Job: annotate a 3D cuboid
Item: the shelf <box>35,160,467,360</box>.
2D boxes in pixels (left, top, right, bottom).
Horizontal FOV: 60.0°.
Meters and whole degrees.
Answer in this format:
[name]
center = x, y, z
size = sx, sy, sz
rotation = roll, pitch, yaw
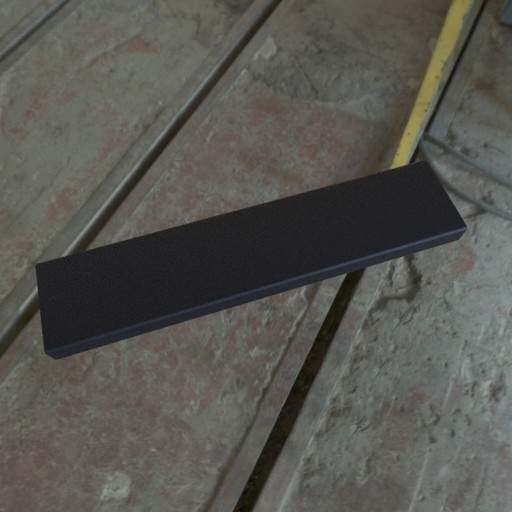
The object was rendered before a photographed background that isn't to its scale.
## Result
[shelf]
center = 0.000, 0.000, 0.498
size = 0.456, 0.053, 0.102
rotation = -16, 65, -8
